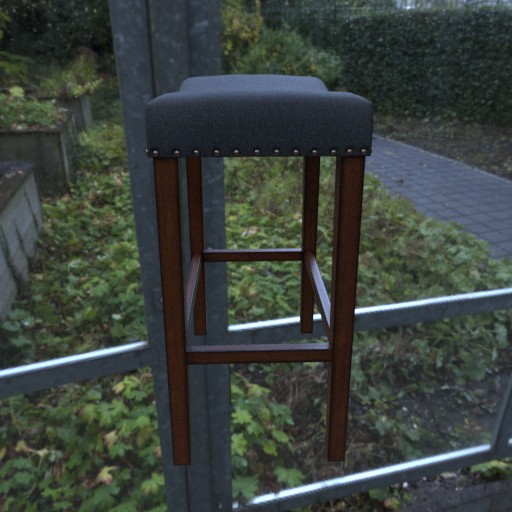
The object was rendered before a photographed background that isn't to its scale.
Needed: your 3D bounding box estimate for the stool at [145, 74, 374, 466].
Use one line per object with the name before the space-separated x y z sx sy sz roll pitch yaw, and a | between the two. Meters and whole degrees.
stool | 0.000 0.000 1.013 0.366 0.748 0.502 -1 25 -2
